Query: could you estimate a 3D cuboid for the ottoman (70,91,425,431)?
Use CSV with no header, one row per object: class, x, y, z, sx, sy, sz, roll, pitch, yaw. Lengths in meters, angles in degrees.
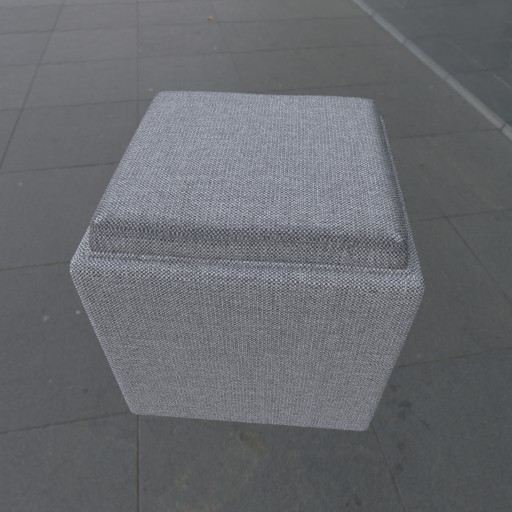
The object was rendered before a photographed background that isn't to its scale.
ottoman,0.000,0.000,0.824,0.454,0.487,0.436,3,45,3
